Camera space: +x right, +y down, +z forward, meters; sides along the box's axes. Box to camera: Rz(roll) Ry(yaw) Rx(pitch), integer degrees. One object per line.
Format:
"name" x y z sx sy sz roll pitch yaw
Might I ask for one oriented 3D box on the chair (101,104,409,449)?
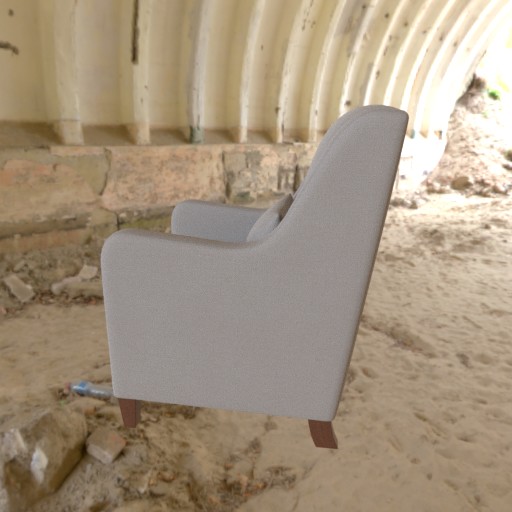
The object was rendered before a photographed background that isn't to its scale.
"chair" 0.000 0.000 1.584 0.863 1.010 0.715 2 15 8
